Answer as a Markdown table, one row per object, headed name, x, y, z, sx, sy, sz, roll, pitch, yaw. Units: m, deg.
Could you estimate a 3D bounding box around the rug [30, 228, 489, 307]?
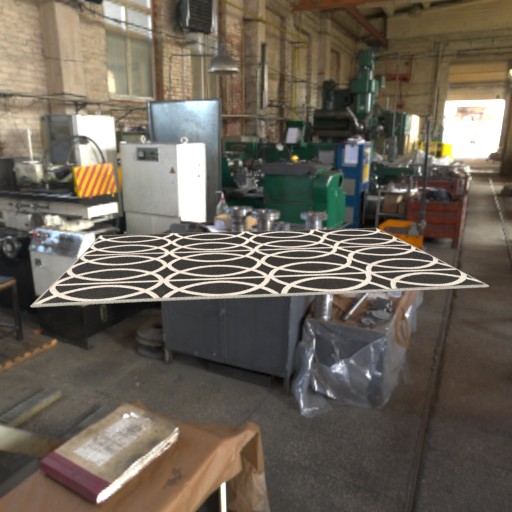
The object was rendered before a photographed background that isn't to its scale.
| name | x | y | z | sx | sy | sz | roll | pitch | yaw |
| --- | --- | --- | --- | --- | --- | --- | --- | --- | --- |
| rug | 0.000 | 0.000 | 2.909 | 2.294 | 0.014 | 1.528 | -2 | 15 | -7 |
